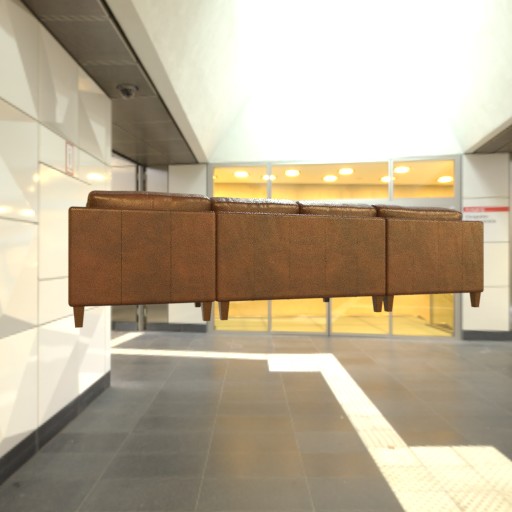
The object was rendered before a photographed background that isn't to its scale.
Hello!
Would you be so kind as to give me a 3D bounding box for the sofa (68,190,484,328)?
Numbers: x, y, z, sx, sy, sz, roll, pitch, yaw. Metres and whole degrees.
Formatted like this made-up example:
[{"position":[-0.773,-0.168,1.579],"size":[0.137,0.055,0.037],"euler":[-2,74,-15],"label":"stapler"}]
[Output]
[{"position":[0.000,0.000,4.409],"size":[3.324,0.891,2.452],"euler":[0,0,-20],"label":"sofa"}]
